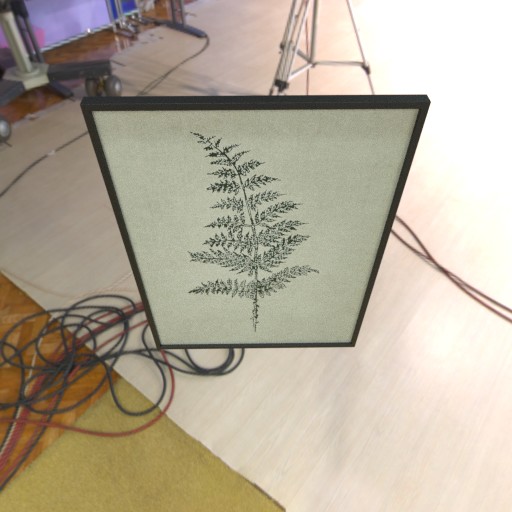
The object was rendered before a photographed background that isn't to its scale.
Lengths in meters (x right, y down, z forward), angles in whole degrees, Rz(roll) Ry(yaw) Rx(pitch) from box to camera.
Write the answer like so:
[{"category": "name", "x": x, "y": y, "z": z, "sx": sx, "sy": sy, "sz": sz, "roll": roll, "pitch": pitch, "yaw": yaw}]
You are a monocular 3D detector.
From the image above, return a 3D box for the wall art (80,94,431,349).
[{"category": "wall art", "x": 0.000, "y": 0.000, "z": 1.417, "sx": 0.802, "sy": 1.070, "sz": 0.036, "roll": -1, "pitch": 47, "yaw": -1}]
